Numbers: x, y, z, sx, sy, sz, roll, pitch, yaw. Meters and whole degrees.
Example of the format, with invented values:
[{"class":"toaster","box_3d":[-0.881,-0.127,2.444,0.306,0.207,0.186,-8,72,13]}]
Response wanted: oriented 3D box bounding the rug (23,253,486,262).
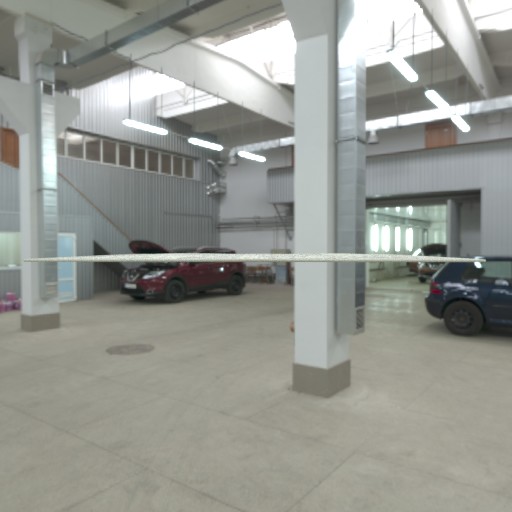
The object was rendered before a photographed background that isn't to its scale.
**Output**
[{"class":"rug","box_3d":[0.000,0.000,3.929,2.921,0.032,2.311,0,1,1]}]
